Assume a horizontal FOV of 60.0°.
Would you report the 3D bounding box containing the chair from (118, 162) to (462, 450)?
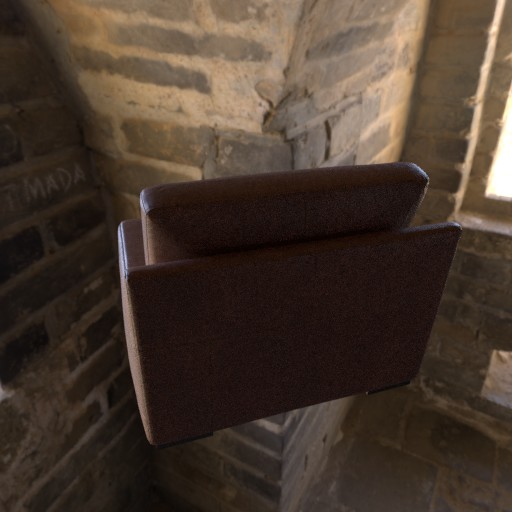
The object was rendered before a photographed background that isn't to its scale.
[{"bbox_3d":[0.000,0.000,1.939,1.168,0.939,1.143,-8,28,-16],"label":"chair"}]
